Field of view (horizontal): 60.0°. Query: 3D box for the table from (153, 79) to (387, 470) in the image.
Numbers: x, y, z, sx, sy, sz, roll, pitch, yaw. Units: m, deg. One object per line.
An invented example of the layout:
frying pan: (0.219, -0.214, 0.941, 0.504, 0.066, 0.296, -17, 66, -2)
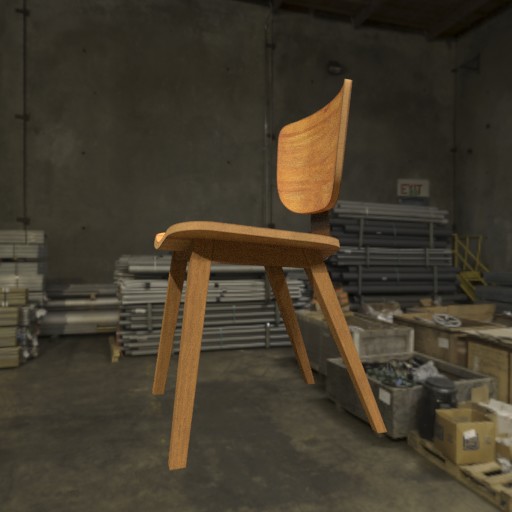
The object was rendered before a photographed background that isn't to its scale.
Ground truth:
table: (0.000, 0.000, 1.143, 0.500, 0.805, 0.499, 0, 0, -17)
